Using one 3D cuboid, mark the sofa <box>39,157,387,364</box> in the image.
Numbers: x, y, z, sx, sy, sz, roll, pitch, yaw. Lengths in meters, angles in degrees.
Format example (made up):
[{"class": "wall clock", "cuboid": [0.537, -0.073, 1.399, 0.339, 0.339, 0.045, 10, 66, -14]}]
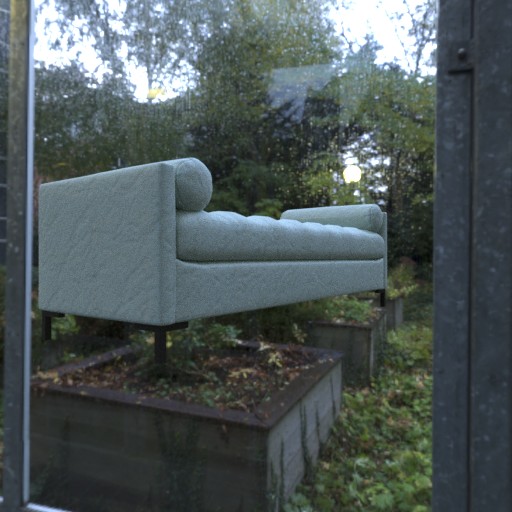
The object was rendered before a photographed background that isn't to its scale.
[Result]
[{"class": "sofa", "cuboid": [0.000, 0.000, 2.480, 0.796, 0.705, 2.102, 0, 0, 36]}]
